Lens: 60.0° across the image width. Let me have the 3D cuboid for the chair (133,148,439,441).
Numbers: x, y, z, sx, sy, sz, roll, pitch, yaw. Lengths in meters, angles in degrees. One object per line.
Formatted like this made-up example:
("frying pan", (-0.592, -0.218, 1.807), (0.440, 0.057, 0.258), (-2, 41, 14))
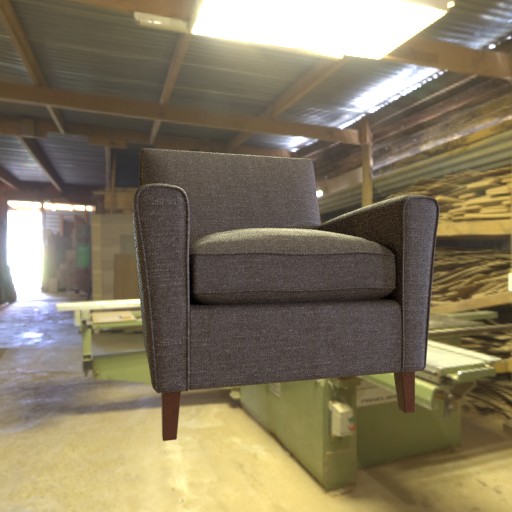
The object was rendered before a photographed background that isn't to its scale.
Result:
("chair", (0.000, 0.000, 1.552), (0.838, 0.885, 0.875), (0, 0, -16))
